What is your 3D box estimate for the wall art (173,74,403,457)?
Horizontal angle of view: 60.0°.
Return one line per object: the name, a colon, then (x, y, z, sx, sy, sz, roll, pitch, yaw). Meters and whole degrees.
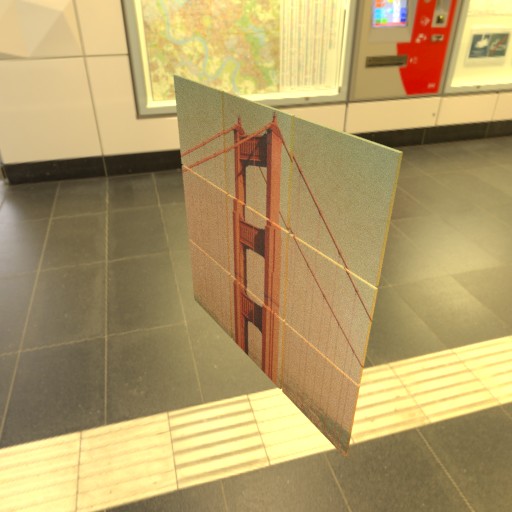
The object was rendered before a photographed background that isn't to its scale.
wall art: (0.000, 0.000, 1.813, 0.013, 1.219, 1.214, -21, 38, -29)
